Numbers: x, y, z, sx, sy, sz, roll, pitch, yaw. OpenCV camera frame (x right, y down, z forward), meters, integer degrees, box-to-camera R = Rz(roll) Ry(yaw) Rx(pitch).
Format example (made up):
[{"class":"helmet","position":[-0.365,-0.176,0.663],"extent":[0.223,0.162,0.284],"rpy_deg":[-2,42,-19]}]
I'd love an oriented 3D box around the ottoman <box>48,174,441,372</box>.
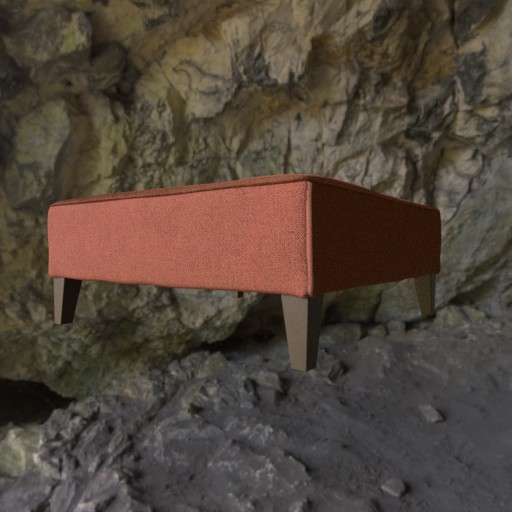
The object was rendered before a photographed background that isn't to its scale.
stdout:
[{"class":"ottoman","position":[0.000,0.000,1.545],"extent":[0.999,0.438,0.997],"rpy_deg":[1,2,36]}]
